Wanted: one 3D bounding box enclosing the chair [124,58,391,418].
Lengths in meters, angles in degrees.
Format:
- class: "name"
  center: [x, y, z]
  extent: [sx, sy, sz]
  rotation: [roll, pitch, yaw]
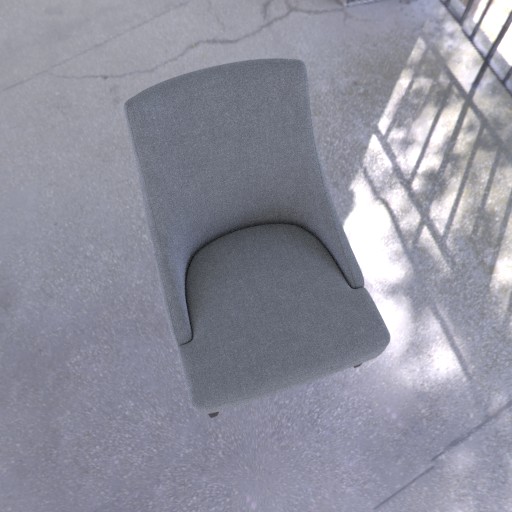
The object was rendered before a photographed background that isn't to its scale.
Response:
- class: "chair"
  center: [0.000, 0.000, 1.522]
  extent: [0.701, 0.909, 0.861]
  rotation: [-17, 64, -8]
